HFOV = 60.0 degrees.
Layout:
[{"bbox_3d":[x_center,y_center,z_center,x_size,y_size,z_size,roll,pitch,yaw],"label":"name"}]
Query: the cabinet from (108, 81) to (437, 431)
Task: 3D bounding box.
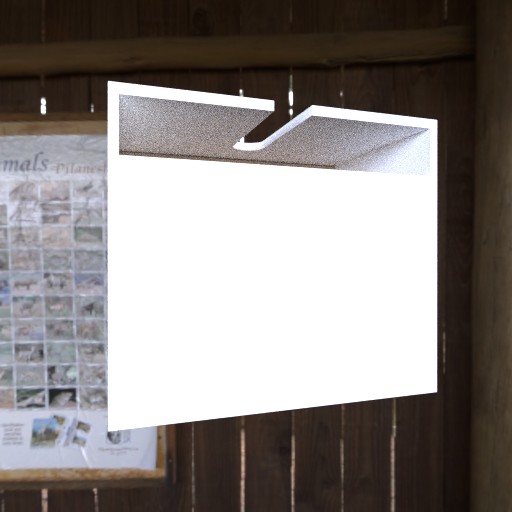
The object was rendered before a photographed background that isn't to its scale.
[{"bbox_3d":[0.000,0.000,0.945,0.600,0.522,0.400,0,0,-19],"label":"cabinet"}]
